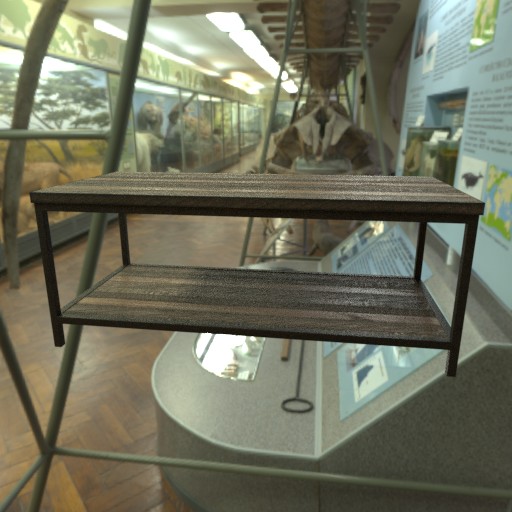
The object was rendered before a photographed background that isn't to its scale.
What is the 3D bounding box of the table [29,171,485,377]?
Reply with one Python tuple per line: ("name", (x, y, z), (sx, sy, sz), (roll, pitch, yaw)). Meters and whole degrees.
("table", (0.000, 0.000, 1.223), (0.990, 0.399, 0.452), (2, 17, 8))
